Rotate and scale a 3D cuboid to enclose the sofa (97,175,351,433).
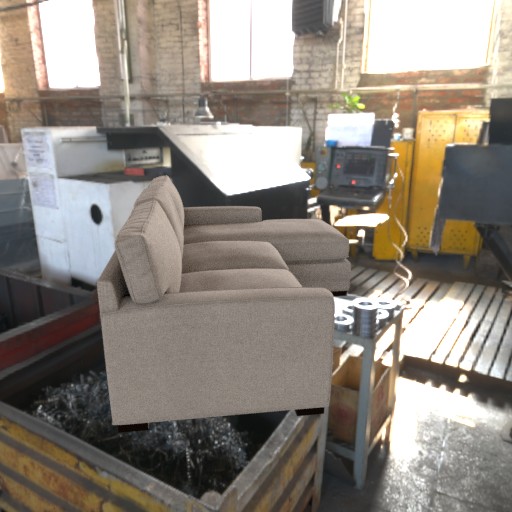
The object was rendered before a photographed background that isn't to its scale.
[{"bbox_3d":[0.000,0.000,2.791,1.496,0.861,2.087,-2,17,-8],"label":"sofa"}]
